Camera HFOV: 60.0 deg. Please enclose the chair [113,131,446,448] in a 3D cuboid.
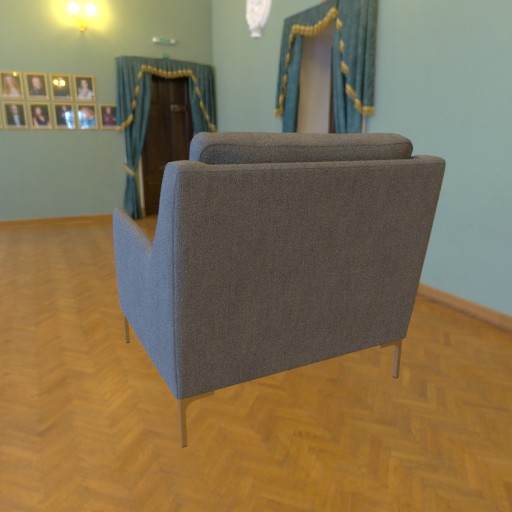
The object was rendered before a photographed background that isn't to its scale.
[{"bbox_3d":[0.000,0.000,1.552,0.847,0.828,0.849,-8,17,-27],"label":"chair"}]
